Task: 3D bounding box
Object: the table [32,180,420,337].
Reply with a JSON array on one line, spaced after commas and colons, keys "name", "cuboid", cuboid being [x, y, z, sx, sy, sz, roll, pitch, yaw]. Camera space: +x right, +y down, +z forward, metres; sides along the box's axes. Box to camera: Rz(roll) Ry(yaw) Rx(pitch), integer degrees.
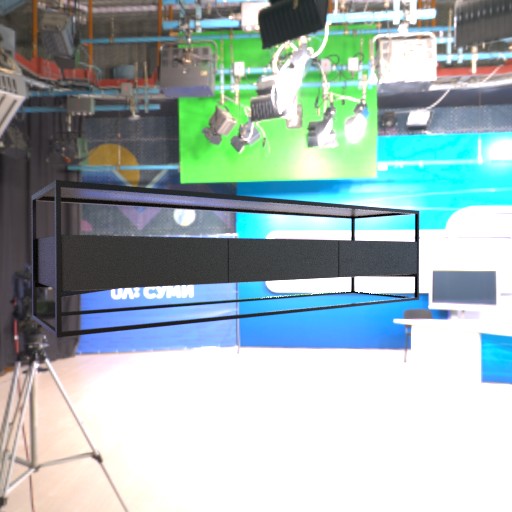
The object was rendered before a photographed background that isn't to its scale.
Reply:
[{"name": "table", "cuboid": [0.000, 0.000, 1.693, 1.486, 0.395, 0.399, -1, 1, -35]}]
